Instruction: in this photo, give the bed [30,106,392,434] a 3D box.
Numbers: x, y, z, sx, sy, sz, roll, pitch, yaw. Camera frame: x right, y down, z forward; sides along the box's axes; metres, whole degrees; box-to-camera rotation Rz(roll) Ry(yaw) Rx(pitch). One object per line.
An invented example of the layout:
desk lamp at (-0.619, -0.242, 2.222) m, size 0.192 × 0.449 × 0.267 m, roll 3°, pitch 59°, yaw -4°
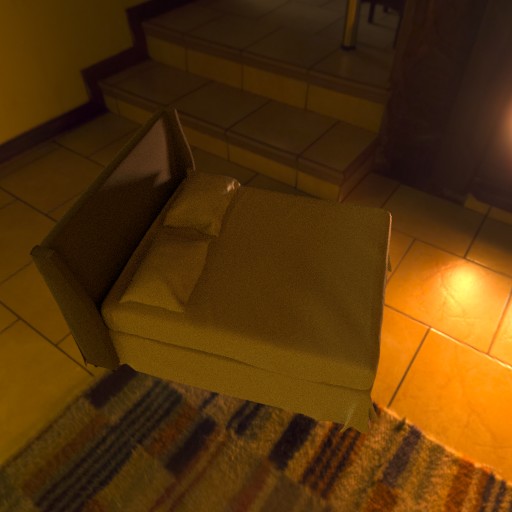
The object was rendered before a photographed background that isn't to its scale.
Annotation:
bed at (0.000, 0.000, 3.487) m, size 2.276 × 1.332 × 1.925 m, roll 11°, pitch 47°, yaw 11°
